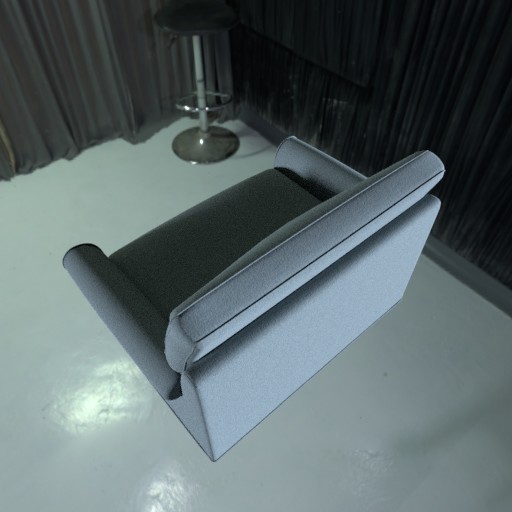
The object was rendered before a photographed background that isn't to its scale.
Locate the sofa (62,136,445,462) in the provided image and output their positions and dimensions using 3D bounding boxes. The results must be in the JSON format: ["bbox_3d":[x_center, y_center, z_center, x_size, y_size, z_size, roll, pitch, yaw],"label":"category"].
[{"bbox_3d":[0.000,0.000,2.020,1.410,0.953,0.940,-33,55,-26],"label":"sofa"}]
